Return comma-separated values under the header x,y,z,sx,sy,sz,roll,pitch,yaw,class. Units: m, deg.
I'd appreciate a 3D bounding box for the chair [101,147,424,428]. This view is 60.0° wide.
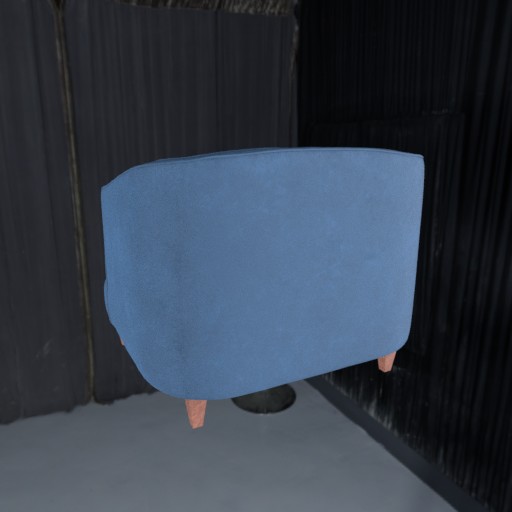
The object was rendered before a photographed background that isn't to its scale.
x,y,z,sx,sy,sz,roll,pitch,yaw,class
0.000,0.000,1.772,1.094,0.852,0.940,-7,16,-26,chair
